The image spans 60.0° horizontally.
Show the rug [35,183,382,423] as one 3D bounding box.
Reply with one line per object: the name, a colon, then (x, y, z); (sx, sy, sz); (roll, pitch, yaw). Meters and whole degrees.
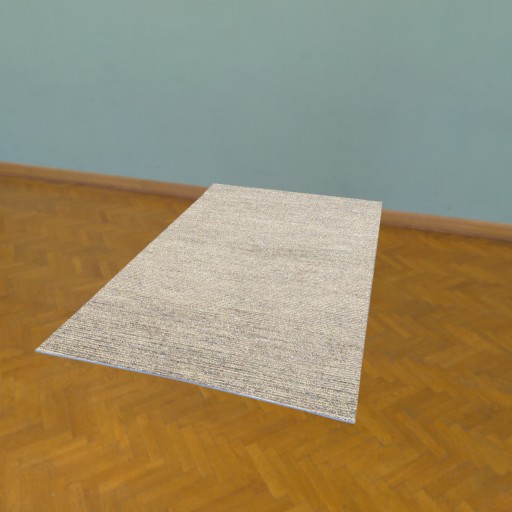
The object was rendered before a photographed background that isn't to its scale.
rug: (0.000, 0.000, 2.234); (1.162, 0.022, 1.804); (8, 31, 14)
